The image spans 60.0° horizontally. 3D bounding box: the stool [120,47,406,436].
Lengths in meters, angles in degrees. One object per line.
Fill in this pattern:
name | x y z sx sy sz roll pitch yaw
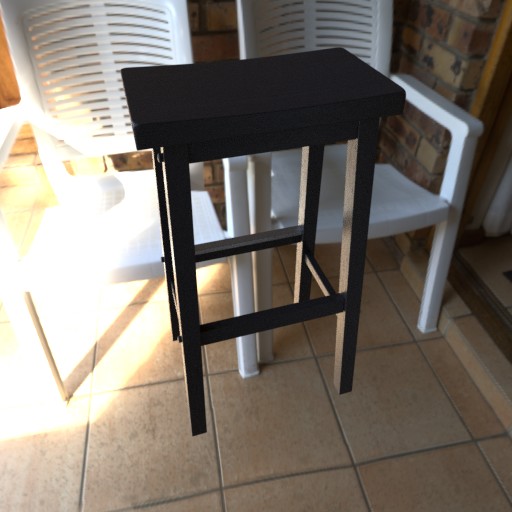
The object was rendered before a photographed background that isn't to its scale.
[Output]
stool | 0.000 0.000 0.943 0.406 0.742 0.322 -11 42 -13
